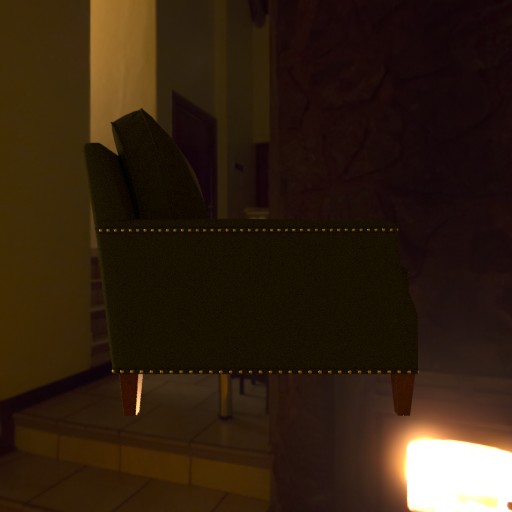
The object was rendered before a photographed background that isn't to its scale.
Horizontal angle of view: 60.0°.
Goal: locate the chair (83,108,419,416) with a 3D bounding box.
[{"bbox_3d":[0.000,0.000,1.711,1.014,0.943,0.853,0,0,0],"label":"chair"}]
